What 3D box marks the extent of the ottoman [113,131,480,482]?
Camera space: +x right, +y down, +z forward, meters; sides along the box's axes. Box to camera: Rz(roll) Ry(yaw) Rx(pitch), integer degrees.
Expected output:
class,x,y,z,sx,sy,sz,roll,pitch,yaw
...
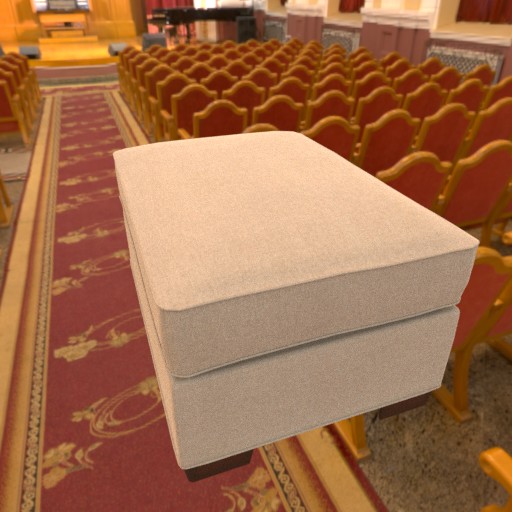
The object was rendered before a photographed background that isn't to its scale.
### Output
class,x,y,z,sx,sy,sz,roll,pitch,yaw
ottoman,0.000,0.000,1.176,0.617,0.503,0.846,-11,32,-17
